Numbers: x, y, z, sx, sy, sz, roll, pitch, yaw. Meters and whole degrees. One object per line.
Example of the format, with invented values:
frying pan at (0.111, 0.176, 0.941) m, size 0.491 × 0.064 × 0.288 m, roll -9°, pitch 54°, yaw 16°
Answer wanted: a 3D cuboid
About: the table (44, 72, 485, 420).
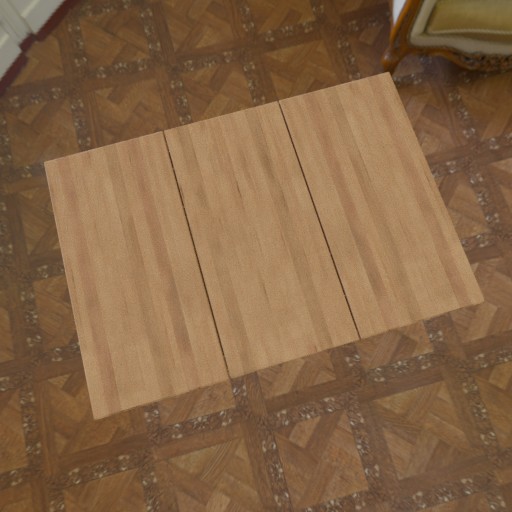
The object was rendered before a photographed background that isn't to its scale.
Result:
table at (0.000, 0.000, 1.880) m, size 1.300 × 0.770 × 0.900 m, roll -16°, pitch 77°, yaw -4°
